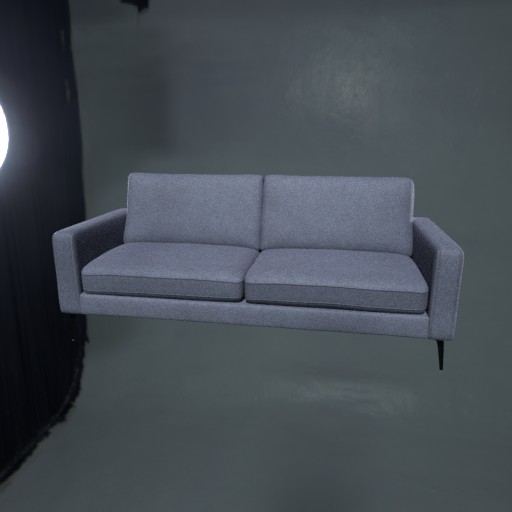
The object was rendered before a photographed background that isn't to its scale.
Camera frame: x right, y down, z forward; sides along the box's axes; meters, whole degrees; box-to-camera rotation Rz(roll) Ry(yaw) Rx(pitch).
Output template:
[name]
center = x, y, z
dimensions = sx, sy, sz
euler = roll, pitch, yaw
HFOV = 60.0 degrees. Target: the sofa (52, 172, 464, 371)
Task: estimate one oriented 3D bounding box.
[sofa]
center = 0.000, 0.000, 2.424
dimensions = 1.925, 0.828, 0.774
euler = 3, 16, 9
